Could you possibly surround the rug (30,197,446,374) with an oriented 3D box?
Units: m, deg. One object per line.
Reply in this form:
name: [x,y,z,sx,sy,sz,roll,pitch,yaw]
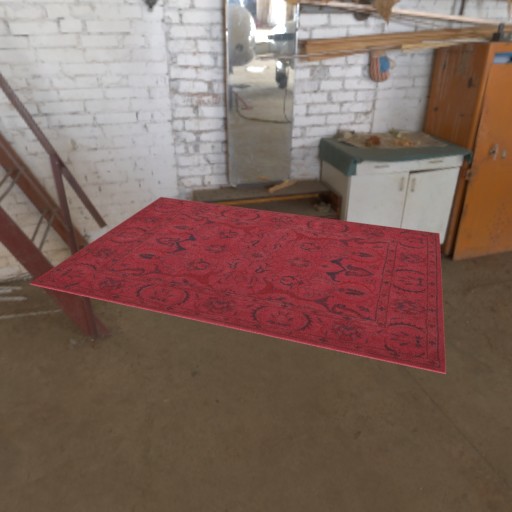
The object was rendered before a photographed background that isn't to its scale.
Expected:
rug: [0.000,0.000,2.304,1.814,0.008,1.209,9,29,17]
